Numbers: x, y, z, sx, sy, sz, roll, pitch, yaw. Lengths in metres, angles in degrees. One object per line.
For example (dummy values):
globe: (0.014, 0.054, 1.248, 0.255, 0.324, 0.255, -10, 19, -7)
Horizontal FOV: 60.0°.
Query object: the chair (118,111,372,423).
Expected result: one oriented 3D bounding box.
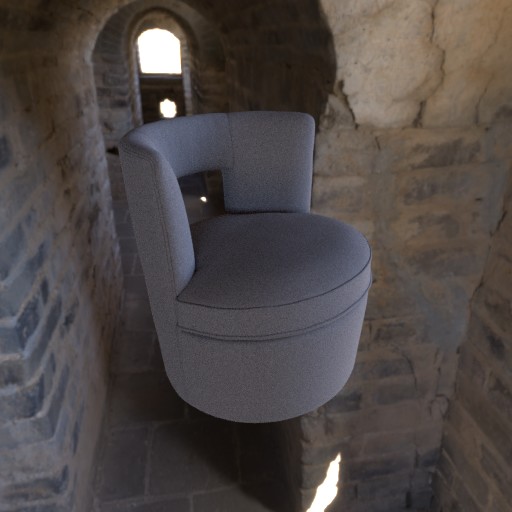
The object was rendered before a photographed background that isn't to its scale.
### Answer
chair: (0.000, 0.000, 1.286, 0.660, 0.719, 0.689, 17, 31, 31)
